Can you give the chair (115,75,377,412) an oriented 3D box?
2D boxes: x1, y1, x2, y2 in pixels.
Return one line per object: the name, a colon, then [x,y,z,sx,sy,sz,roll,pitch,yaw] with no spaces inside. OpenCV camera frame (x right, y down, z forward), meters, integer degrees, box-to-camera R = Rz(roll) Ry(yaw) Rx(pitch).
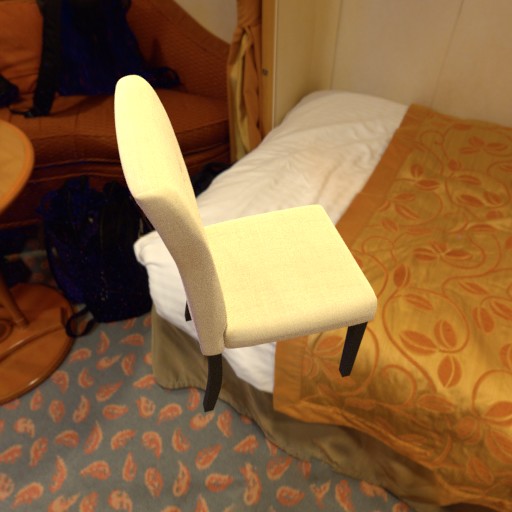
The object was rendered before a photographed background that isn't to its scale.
chair: [0.000,0.000,1.284,0.597,0.921,0.509,-11,46,-11]
